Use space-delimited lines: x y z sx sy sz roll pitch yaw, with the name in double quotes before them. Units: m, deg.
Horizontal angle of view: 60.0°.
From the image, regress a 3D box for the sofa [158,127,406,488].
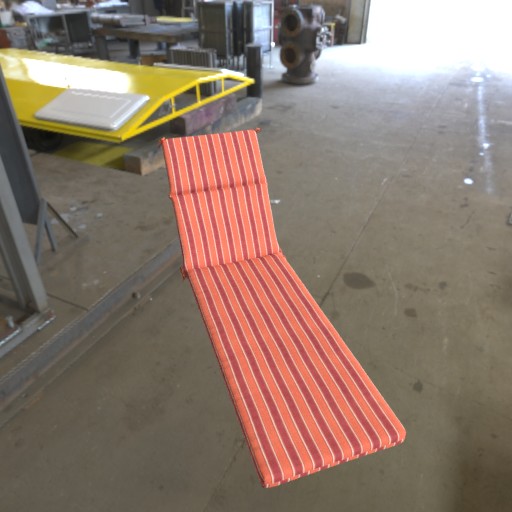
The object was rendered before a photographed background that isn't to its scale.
"sofa" 0.000 0.000 1.930 0.582 0.622 1.663 -11 35 -16
